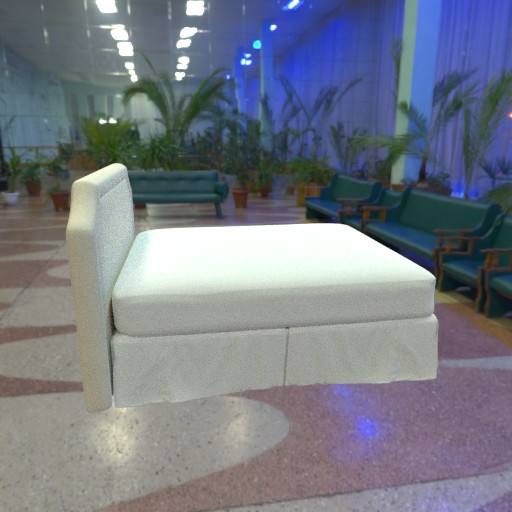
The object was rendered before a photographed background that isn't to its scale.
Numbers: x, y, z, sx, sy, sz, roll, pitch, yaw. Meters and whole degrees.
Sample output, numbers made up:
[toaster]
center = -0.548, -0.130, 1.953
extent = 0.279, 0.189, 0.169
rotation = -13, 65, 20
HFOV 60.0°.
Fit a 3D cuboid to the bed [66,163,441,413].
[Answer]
[bed]
center = 0.000, 0.000, 3.316
extent = 2.209, 1.296, 1.827
rotation = -2, 16, -9
